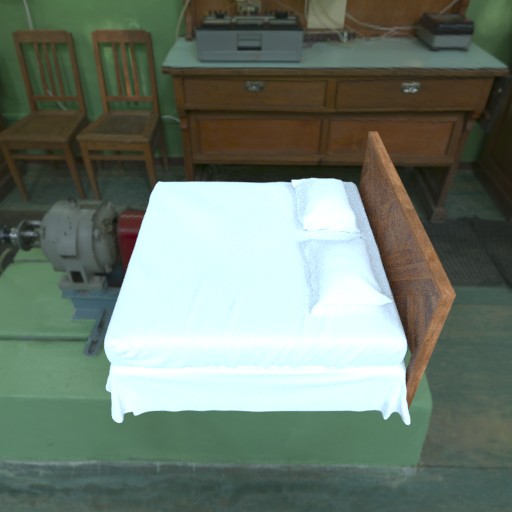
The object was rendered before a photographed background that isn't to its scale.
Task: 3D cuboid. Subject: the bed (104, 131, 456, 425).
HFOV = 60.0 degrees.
[{"bbox_3d":[0.000,0.000,3.495,2.165,1.158,2.255,0,40,0],"label":"bed"}]
